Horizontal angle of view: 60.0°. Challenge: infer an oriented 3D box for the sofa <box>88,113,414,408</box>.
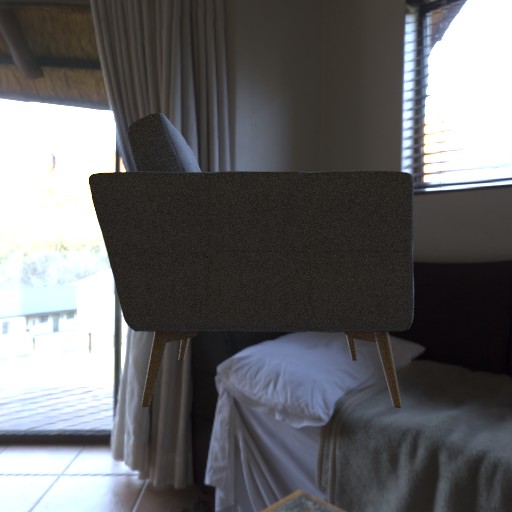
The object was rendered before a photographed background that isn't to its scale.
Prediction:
[{"bbox_3d":[0.000,0.000,1.560,0.920,0.860,0.770,0,0,1],"label":"sofa"}]
